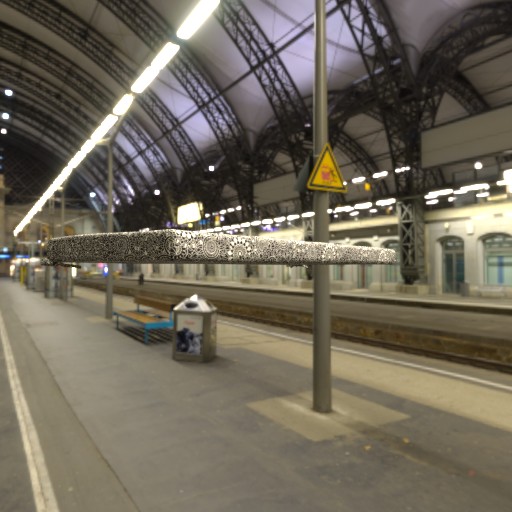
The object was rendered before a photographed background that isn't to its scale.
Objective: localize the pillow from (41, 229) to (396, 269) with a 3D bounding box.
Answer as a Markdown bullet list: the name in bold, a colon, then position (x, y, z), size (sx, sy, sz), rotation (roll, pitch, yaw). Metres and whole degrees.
- **pillow**: position (0.000, 0.000, 1.400), size (0.492, 0.081, 1.187), rotation (-1, -2, 37)
